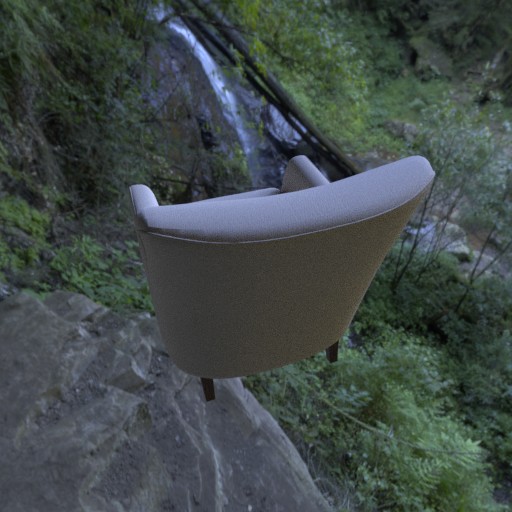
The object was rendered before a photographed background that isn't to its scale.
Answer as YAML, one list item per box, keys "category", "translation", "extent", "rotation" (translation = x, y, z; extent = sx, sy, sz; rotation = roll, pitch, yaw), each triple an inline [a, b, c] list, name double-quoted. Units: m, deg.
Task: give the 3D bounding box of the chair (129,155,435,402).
- category: "chair"
  translation: [0.000, 0.000, 1.539]
  extent: [0.756, 0.916, 0.879]
  rotation: [-13, 43, -15]
